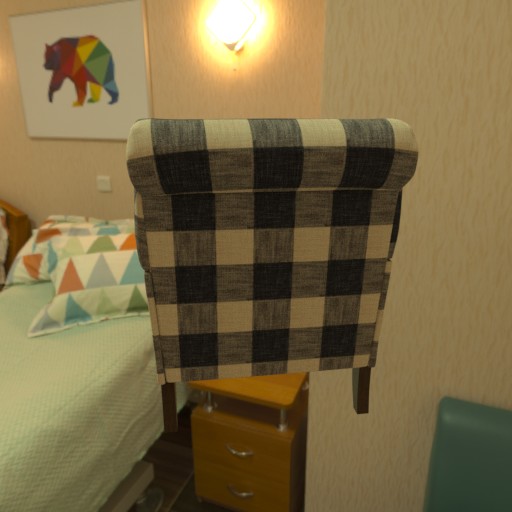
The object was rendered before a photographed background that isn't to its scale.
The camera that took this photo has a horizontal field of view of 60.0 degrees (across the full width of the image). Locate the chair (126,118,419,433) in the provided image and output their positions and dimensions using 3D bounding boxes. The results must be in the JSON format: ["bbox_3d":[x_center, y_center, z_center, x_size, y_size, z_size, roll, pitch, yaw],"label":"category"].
[{"bbox_3d":[0.000,0.000,1.605,0.781,0.953,0.848,-2,18,-8],"label":"chair"}]
